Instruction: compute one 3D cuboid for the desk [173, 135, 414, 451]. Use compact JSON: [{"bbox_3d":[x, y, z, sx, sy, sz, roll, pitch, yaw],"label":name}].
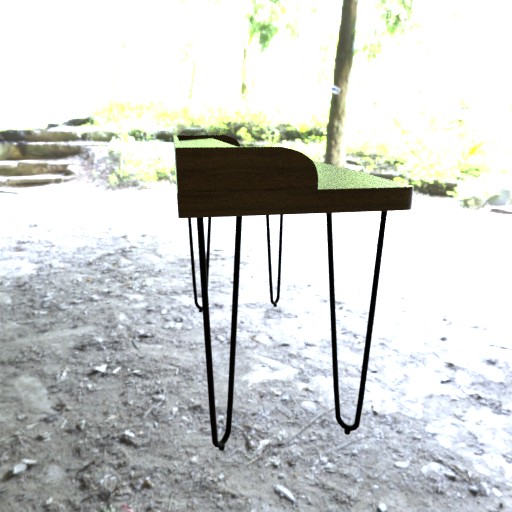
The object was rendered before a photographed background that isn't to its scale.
[{"bbox_3d":[0.000,0.000,1.665,0.565,0.854,1.200,-3,17,-10],"label":"desk"}]
